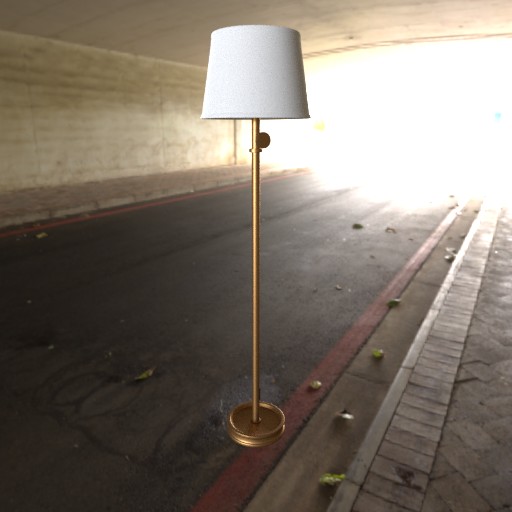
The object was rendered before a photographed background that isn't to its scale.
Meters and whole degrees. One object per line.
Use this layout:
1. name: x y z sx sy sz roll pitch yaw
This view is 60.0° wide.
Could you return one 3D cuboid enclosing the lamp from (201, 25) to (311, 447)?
1. lamp: 0.000 0.000 0.782 0.178 0.710 0.178 0 16 0
